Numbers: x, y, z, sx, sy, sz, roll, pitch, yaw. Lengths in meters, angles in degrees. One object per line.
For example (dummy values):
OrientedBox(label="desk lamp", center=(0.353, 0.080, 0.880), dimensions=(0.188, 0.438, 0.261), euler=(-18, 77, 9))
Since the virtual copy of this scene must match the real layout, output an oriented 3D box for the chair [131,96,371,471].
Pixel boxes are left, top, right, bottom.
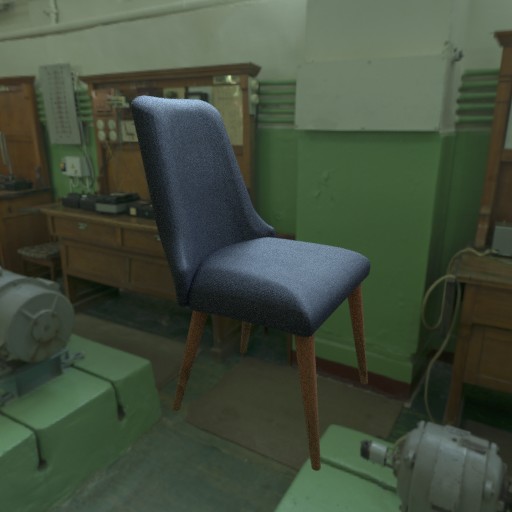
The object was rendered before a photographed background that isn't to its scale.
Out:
OrientedBox(label="chair", center=(0.000, 0.000, 1.199), dimensions=(0.567, 0.820, 0.504), euler=(9, 19, 27))
